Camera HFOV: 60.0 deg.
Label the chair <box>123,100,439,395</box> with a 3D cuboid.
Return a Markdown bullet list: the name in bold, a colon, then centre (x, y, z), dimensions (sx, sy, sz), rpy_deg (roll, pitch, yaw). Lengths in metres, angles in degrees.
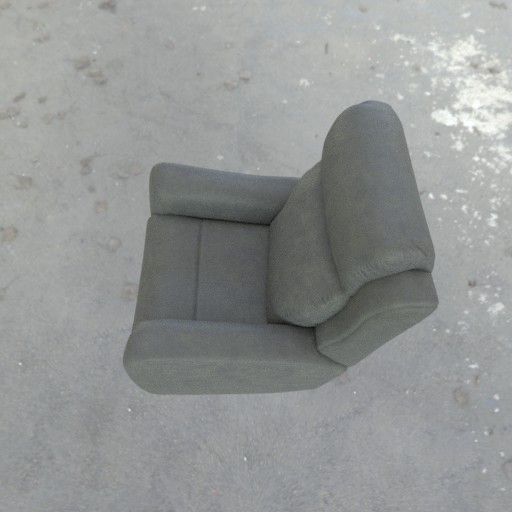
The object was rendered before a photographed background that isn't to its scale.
- **chair**: centre (0.000, 0.000, 1.862), dimensions (1.068, 1.116, 0.967), rpy_deg (0, 60, 0)
